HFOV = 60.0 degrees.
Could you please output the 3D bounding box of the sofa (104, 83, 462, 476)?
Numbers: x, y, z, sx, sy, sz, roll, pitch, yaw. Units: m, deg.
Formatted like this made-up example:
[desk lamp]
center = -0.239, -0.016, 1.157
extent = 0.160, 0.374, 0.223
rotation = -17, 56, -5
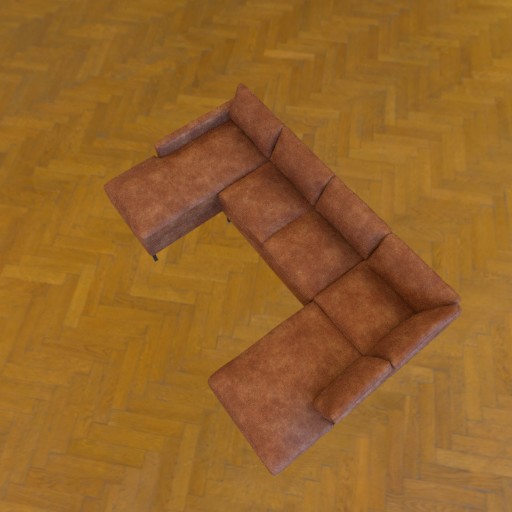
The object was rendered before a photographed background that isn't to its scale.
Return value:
[sofa]
center = 0.000, 0.000, 3.921
extent = 1.939, 0.900, 2.956
rotation = -35, 69, -15
